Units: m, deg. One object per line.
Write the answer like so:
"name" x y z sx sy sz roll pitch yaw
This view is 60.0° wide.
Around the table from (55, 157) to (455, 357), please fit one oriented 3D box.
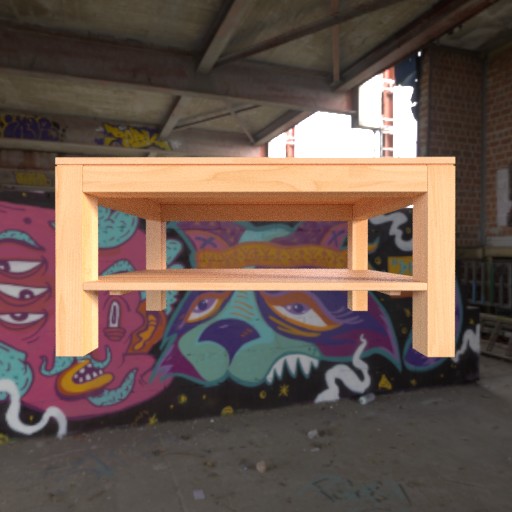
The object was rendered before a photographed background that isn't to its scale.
"table" 0.000 0.000 1.447 0.900 0.450 0.900 0 0 0
